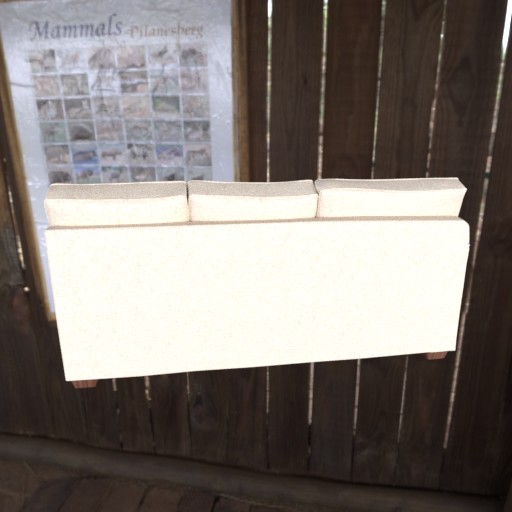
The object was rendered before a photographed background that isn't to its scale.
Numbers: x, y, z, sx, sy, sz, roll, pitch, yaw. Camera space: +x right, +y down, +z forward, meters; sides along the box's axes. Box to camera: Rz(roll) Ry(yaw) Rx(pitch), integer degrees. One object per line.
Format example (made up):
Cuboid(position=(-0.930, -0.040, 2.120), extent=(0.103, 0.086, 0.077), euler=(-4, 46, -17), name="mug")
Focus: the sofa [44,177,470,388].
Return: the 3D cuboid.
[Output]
Cuboid(position=(0.000, 0.000, 2.524), extent=(1.962, 0.946, 1.034), euler=(-2, 17, -8), name="sofa")
